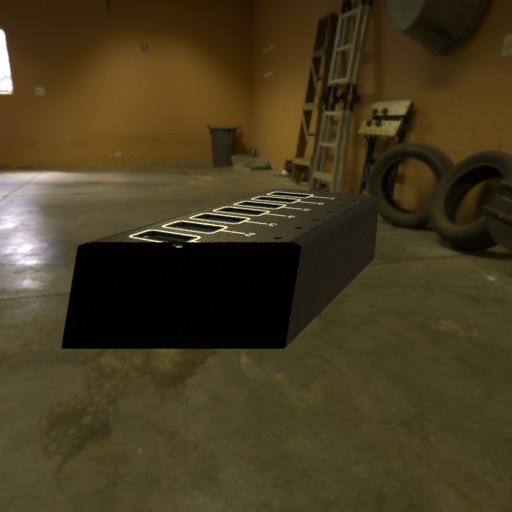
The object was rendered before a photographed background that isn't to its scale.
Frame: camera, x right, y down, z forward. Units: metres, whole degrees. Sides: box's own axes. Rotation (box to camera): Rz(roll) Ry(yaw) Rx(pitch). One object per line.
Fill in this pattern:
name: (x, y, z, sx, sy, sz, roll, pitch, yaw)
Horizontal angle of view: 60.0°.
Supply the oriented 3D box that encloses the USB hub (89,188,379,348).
USB hub: (0.000, 0.000, 0.129, 0.044, 0.023, 0.110, 9, 19, 28)
